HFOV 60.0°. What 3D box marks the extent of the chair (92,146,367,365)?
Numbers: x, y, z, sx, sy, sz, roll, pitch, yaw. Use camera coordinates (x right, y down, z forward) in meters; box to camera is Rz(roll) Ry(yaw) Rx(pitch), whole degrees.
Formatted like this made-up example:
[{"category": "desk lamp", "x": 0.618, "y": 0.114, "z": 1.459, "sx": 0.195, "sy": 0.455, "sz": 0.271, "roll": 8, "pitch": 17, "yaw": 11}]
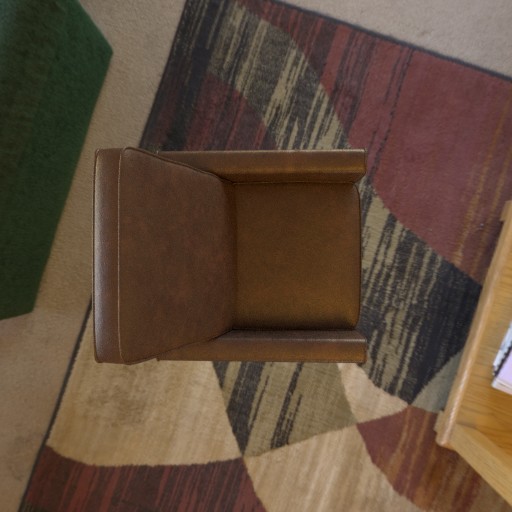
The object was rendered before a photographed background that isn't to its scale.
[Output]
[{"category": "chair", "x": 0.000, "y": 0.000, "z": 1.505, "sx": 0.746, "sy": 1.013, "sz": 0.705, "roll": 0, "pitch": 90, "yaw": 1}]
